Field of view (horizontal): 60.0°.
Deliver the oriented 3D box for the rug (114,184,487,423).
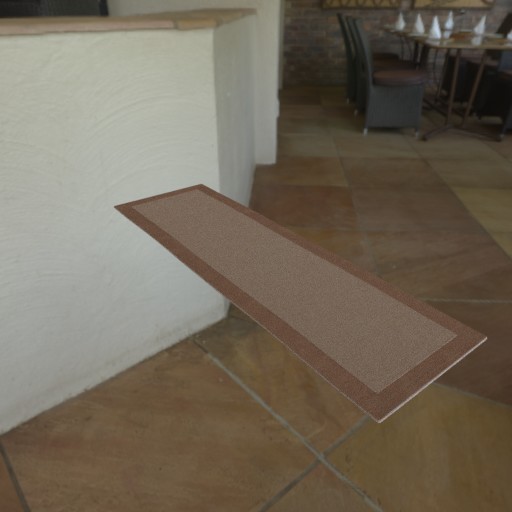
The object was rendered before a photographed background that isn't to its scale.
[{"bbox_3d":[0.000,0.000,2.618,0.767,0.012,2.430,-21,36,-32],"label":"rug"}]
